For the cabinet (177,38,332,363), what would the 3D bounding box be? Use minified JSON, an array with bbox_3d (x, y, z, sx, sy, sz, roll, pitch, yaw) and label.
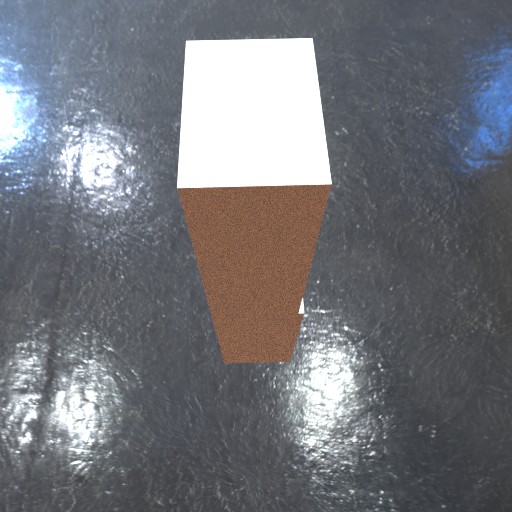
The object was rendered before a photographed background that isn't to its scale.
[{"bbox_3d":[0.000,0.000,1.503,0.300,1.350,0.400,-2,63,-1],"label":"cabinet"}]
